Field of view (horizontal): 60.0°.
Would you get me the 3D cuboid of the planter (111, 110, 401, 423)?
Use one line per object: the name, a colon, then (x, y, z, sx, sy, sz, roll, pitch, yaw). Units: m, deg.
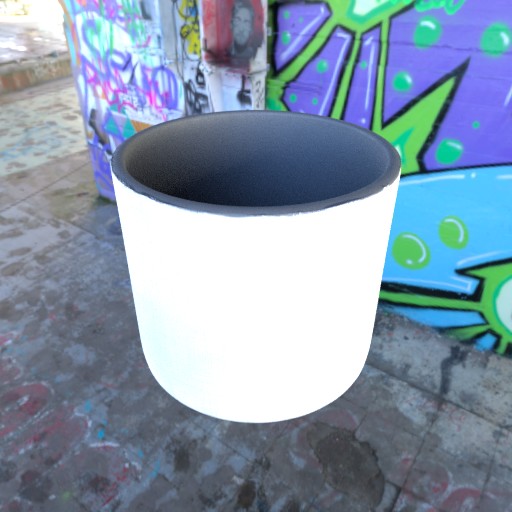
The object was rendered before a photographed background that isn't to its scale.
planter: (0.000, 0.000, 0.395, 0.221, 0.201, 0.221, 0, 33, 0)
